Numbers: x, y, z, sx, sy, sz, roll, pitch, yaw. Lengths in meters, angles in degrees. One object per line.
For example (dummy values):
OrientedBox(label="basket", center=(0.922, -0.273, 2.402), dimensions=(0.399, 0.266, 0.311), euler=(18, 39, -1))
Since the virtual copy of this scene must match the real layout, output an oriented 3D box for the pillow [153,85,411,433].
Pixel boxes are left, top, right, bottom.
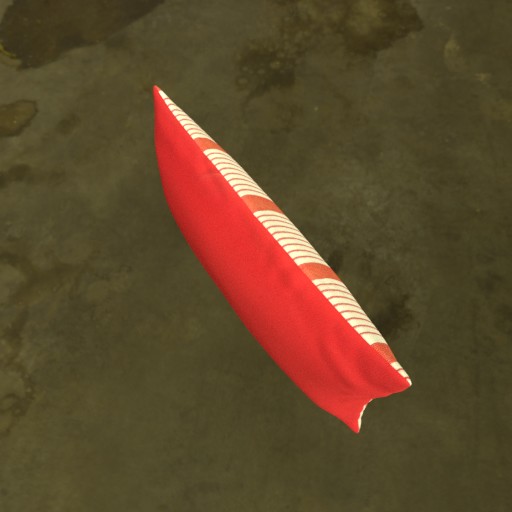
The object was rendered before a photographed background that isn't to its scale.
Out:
OrientedBox(label="pillow", center=(0.000, 0.000, 0.736), dimensions=(0.151, 0.297, 0.608), euler=(-30, 63, -17))
